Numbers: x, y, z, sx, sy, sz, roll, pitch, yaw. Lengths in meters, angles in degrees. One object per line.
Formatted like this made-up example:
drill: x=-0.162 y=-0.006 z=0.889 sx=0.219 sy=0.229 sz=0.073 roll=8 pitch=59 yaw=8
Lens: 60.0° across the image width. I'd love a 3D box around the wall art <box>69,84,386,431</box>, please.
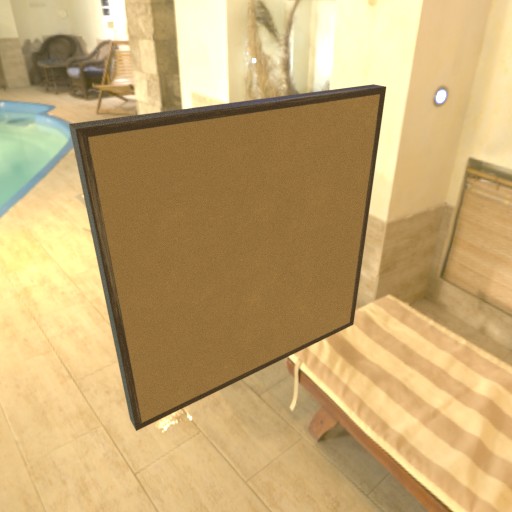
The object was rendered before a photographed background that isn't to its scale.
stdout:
wall art: x=0.000 y=0.000 z=1.135 sx=0.762 sy=0.758 sz=0.043 roll=-19 pitch=35 yaw=-29
